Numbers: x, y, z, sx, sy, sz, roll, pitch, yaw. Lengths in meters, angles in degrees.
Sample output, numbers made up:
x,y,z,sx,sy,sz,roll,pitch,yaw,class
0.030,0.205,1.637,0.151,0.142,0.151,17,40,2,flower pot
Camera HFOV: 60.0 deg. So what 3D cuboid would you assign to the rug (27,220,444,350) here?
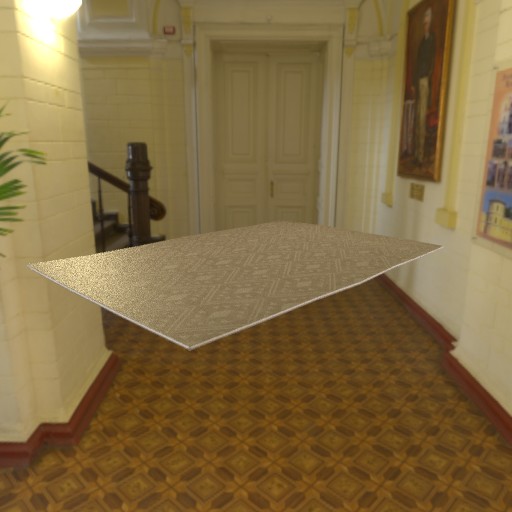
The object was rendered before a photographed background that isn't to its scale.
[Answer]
x,y,z,sx,sy,sz,roll,pitch,yaw,class
0.000,0.000,2.316,1.252,0.034,1.829,13,20,42,rug
